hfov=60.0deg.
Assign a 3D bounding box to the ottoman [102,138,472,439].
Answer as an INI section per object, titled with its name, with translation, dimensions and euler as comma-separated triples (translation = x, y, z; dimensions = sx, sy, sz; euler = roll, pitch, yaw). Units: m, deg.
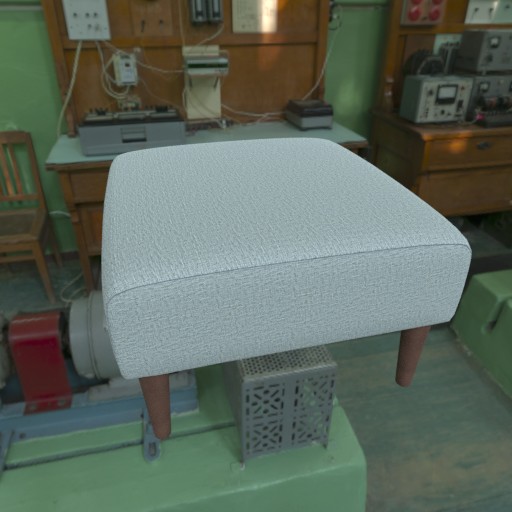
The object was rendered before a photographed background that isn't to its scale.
[ottoman]
translation = 0.000, 0.000, 1.039
dimensions = 0.649, 0.398, 0.650
euler = -8, 31, -13
